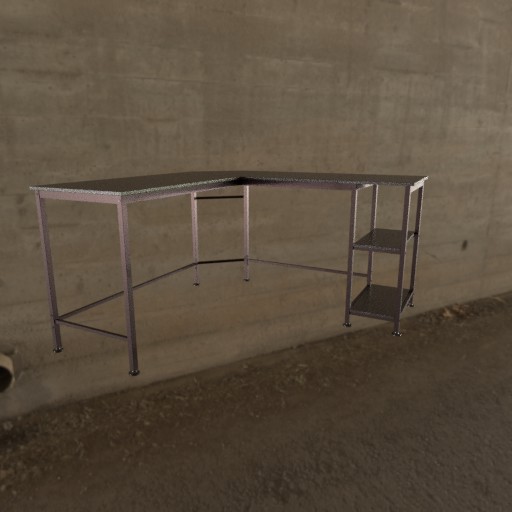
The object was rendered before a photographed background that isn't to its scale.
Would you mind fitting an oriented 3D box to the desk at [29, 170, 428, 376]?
[{"bbox_3d":[0.000,0.000,2.192,1.379,0.739,1.379,7,16,26],"label":"desk"}]
